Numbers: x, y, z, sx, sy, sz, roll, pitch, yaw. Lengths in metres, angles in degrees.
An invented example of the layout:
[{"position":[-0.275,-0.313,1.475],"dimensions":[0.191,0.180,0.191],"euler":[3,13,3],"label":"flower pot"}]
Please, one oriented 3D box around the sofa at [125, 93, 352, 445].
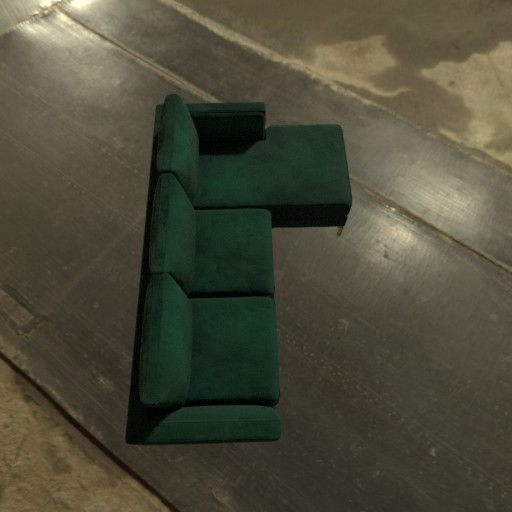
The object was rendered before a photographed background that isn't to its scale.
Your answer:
[{"position":[0.000,0.000,3.135],"dimensions":[1.489,1.007,2.441],"euler":[-1,64,-1],"label":"sofa"}]
